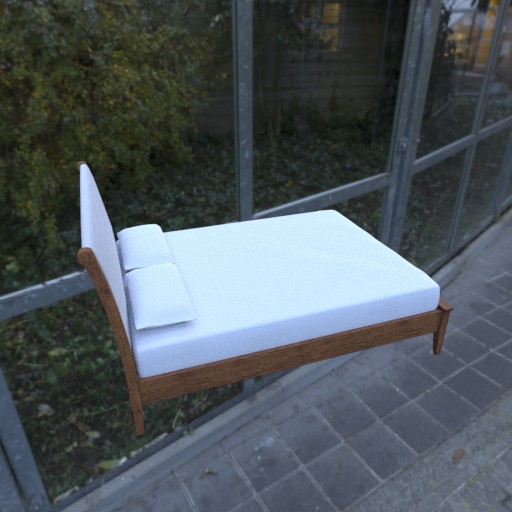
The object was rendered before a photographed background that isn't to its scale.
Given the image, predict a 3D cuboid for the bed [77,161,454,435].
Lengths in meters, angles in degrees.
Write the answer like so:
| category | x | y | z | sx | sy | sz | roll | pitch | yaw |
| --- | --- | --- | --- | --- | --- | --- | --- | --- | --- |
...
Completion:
| category | x | y | z | sx | sy | sz | roll | pitch | yaw |
| --- | --- | --- | --- | --- | --- | --- | --- | --- | --- |
| bed | 0.000 | 0.000 | 3.016 | 2.108 | 1.135 | 1.502 | -9 | 29 | -17 |
